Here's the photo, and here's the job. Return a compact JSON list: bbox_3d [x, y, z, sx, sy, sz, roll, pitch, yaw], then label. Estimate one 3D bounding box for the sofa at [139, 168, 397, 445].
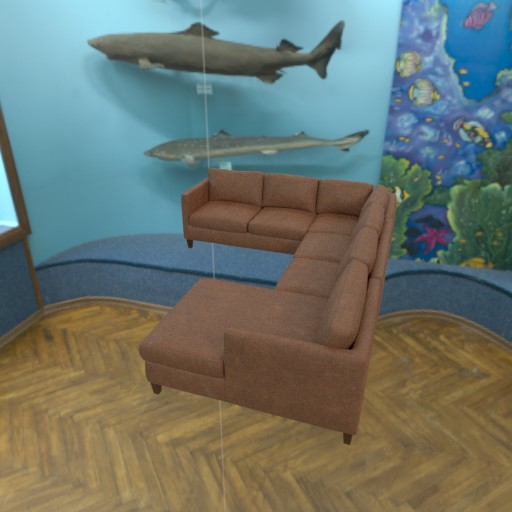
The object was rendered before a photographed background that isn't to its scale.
[{"bbox_3d":[0.000,0.000,4.578,2.593,0.923,3.460,9,27,17],"label":"sofa"}]
